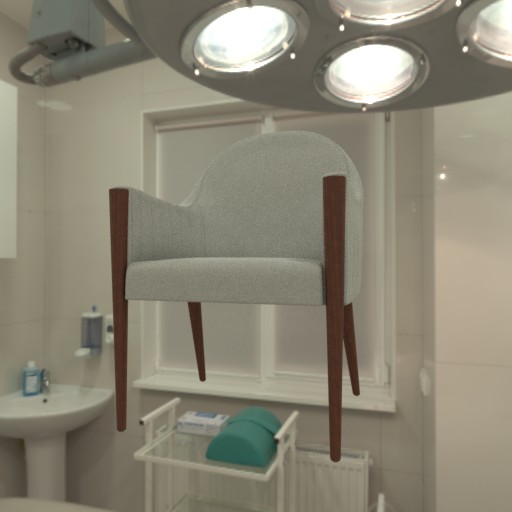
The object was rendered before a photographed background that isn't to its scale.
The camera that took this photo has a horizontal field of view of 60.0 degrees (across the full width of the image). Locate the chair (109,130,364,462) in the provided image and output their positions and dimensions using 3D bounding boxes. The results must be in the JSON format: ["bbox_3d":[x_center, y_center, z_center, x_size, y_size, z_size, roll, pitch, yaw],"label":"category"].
[{"bbox_3d":[0.000,0.000,1.300,0.610,0.889,0.620,0,-1,18],"label":"chair"}]
